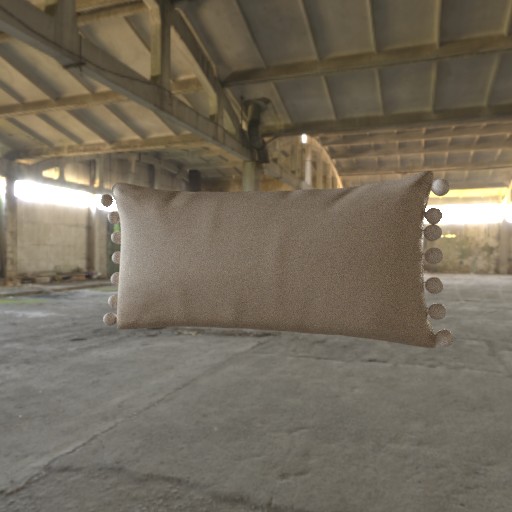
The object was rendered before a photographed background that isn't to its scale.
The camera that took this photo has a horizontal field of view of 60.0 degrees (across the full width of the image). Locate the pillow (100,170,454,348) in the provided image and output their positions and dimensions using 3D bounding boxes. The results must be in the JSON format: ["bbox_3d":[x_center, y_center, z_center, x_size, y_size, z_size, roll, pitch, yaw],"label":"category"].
[{"bbox_3d":[0.000,0.000,0.868,0.709,0.322,0.201,0,0,19],"label":"pillow"}]
